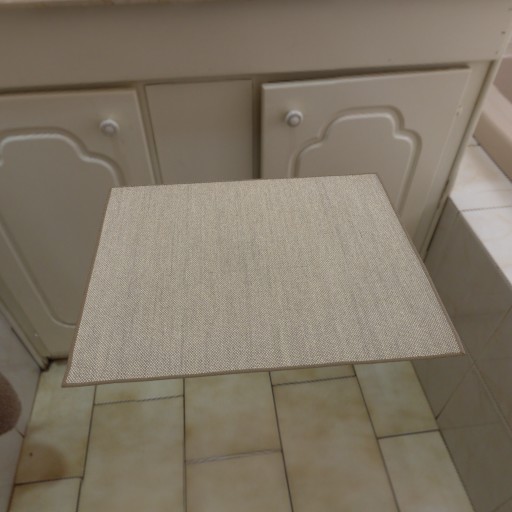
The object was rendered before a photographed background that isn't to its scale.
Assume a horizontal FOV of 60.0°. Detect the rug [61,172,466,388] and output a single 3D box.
[{"bbox_3d":[0.000,0.000,4.125,3.041,0.020,2.413,-4,46,-4],"label":"rug"}]
